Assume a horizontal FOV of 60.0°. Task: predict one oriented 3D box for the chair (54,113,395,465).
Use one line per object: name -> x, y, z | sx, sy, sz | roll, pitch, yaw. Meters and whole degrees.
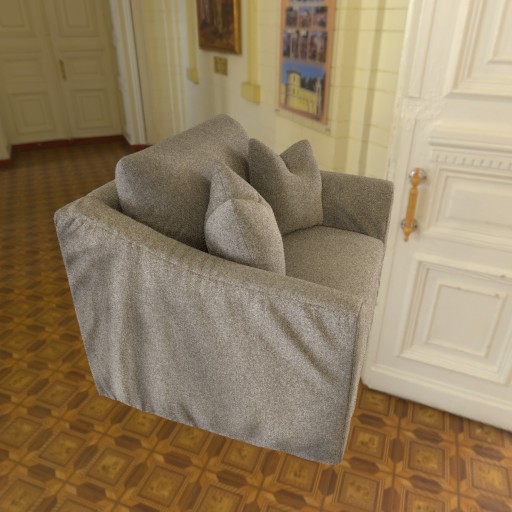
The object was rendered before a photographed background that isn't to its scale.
chair -> 0.000, 0.000, 1.985 | 1.071, 1.059, 1.194 | 10, 31, 17
